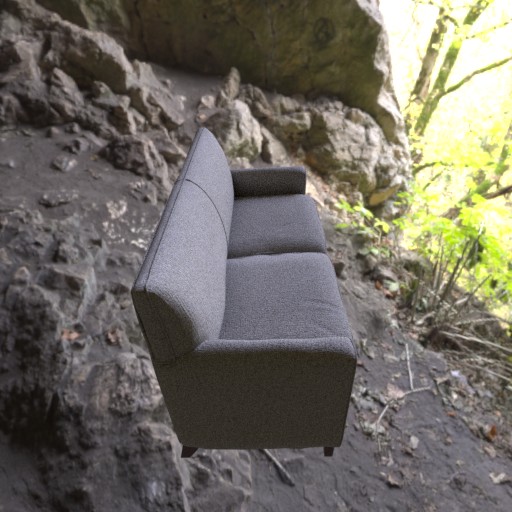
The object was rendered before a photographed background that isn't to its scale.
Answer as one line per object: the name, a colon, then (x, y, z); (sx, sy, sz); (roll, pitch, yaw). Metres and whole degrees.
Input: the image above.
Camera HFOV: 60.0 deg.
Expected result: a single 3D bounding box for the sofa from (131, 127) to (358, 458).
sofa: (0.000, 0.000, 2.533); (0.854, 0.942, 2.026); (0, 31, 0)
